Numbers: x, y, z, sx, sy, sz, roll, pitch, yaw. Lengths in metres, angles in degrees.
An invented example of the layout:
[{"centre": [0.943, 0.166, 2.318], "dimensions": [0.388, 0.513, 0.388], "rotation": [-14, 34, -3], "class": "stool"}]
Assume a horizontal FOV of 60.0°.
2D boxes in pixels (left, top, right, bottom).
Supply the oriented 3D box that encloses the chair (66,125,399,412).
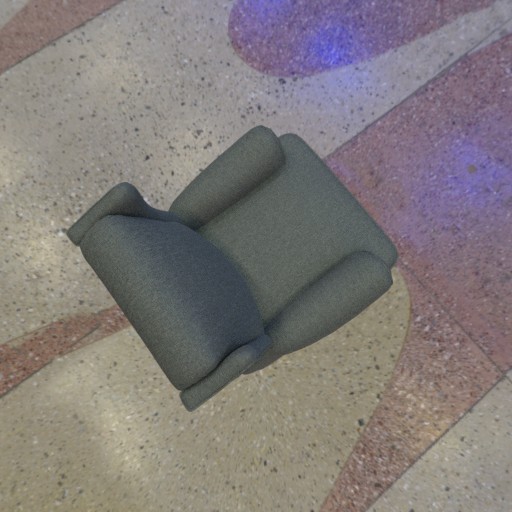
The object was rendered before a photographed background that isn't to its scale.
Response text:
[{"centre": [0.000, 0.000, 1.765], "dimensions": [0.969, 1.011, 0.847], "rotation": [-37, 79, -9], "class": "chair"}]
